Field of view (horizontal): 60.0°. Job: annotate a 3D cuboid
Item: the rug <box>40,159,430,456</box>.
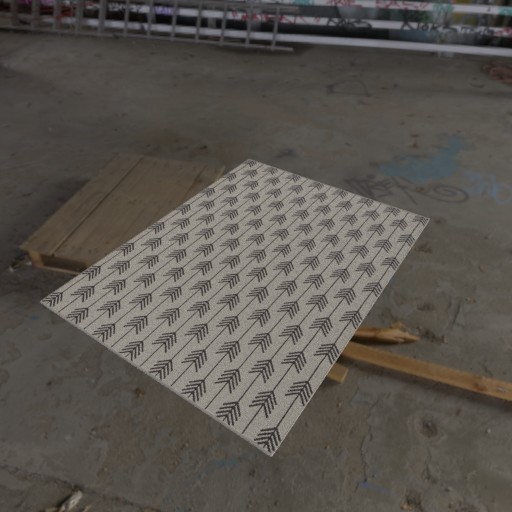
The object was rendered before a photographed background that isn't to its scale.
[{"bbox_3d":[0.000,0.000,4.188,2.330,0.010,3.061,24,46,26],"label":"rug"}]
